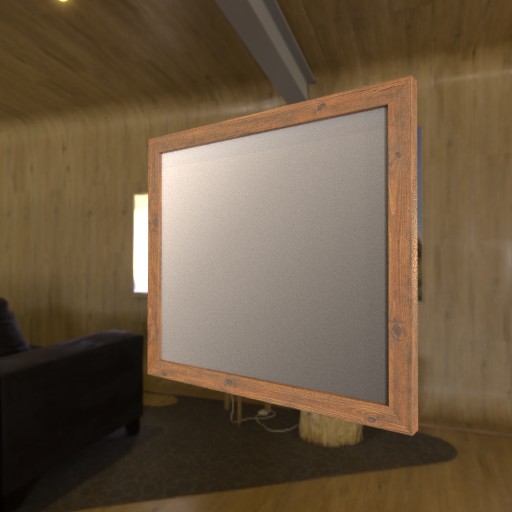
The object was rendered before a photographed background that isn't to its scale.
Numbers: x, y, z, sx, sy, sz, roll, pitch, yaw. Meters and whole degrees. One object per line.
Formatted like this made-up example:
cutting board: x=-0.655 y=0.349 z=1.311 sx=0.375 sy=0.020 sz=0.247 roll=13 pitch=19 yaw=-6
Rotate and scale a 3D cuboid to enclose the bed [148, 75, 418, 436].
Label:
bed: x=0.000 y=0.000 z=1.484 sx=1.046 sy=0.942 sz=0.046 roll=0 pitch=-1 yaw=36
